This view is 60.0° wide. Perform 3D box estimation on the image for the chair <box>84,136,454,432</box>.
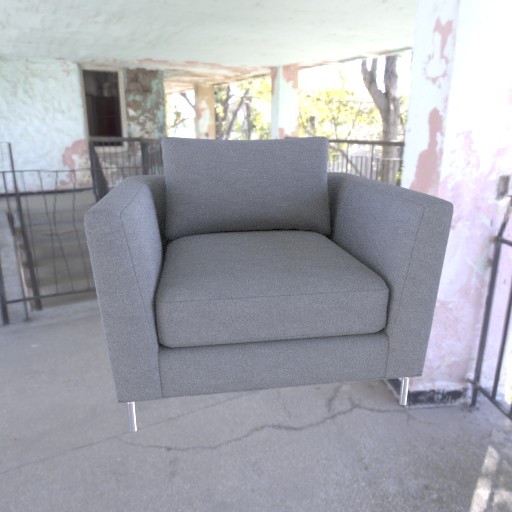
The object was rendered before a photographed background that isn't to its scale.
[{"bbox_3d":[0.000,0.000,1.680,1.041,0.864,0.889,-3,16,-9],"label":"chair"}]
